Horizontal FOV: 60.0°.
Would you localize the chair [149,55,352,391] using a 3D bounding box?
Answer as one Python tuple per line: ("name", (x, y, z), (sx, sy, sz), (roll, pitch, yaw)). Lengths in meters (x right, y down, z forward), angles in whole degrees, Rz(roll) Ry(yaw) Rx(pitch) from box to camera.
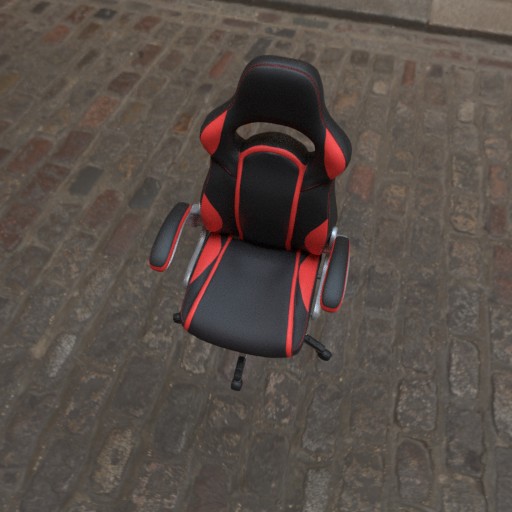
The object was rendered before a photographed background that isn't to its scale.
("chair", (0.000, 0.000, 1.613), (0.758, 1.165, 0.712), (13, 60, 8))
